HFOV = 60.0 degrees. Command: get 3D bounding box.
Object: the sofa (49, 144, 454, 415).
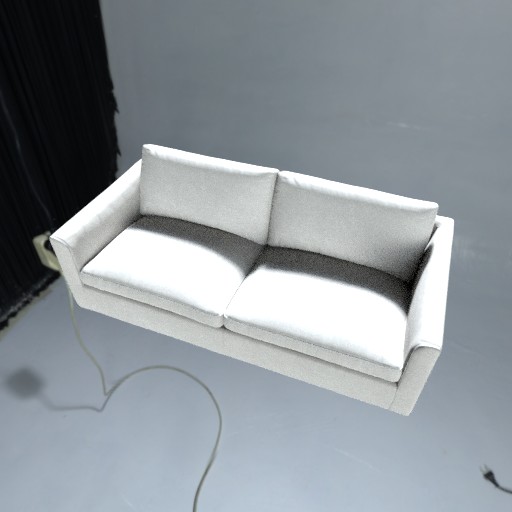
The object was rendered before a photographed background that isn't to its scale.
[{"bbox_3d":[0.000,0.000,2.836,2.588,0.838,1.090,15,43,16],"label":"sofa"}]
